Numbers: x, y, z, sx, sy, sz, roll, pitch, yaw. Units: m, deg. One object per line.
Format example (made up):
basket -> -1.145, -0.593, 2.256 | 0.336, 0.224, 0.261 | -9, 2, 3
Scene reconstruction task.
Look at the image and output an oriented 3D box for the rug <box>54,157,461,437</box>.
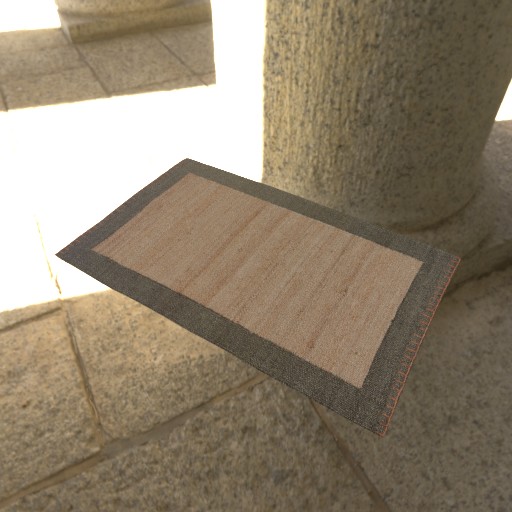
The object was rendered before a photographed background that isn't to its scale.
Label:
rug -> 0.000, 0.000, 3.097 | 2.435, 0.006, 1.521 | 24, 50, 22
